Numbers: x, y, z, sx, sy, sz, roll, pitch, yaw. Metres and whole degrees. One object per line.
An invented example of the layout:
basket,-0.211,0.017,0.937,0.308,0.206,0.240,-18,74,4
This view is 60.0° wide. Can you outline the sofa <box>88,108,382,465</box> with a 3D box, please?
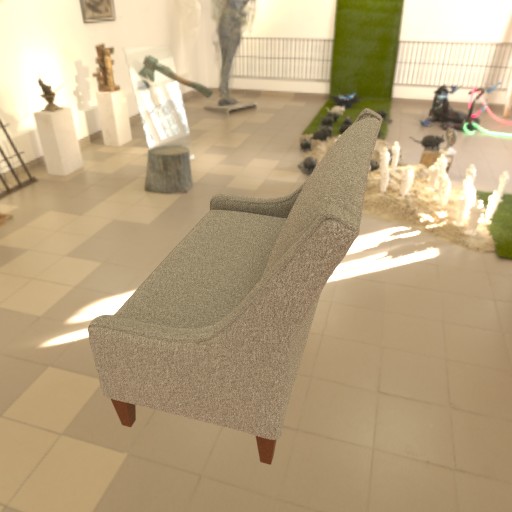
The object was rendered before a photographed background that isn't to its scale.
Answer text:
sofa,0.000,0.000,1.888,0.862,1.026,1.242,9,32,14
